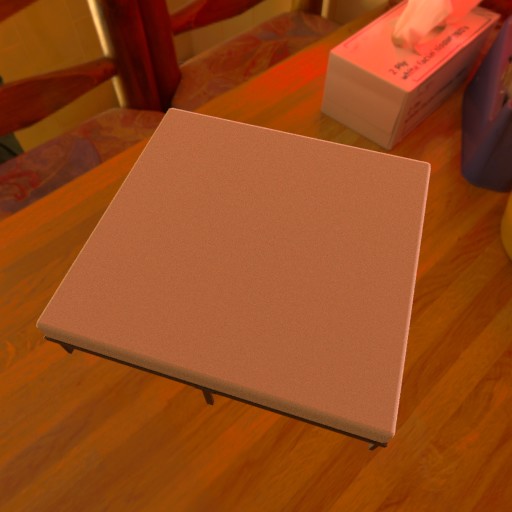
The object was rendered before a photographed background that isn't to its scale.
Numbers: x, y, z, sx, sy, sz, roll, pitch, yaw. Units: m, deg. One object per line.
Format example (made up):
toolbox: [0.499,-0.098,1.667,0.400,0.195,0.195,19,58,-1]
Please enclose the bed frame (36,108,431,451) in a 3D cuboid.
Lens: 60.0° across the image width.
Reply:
bed frame: [0.000,0.000,3.925,2.635,0.680,2.526,15,59,9]
